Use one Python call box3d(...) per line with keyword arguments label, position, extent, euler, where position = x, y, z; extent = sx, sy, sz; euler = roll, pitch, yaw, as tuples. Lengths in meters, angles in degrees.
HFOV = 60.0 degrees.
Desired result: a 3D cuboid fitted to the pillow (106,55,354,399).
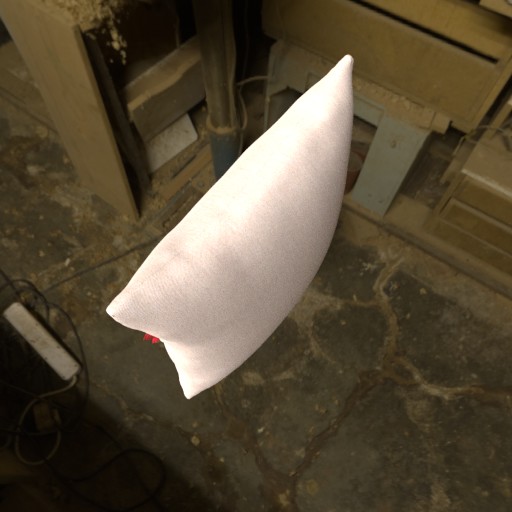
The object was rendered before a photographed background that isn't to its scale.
box3d(label="pillow", position=(0.000, 0.000, 0.681), extent=(0.173, 0.436, 0.433), euler=(34, 68, 15))
